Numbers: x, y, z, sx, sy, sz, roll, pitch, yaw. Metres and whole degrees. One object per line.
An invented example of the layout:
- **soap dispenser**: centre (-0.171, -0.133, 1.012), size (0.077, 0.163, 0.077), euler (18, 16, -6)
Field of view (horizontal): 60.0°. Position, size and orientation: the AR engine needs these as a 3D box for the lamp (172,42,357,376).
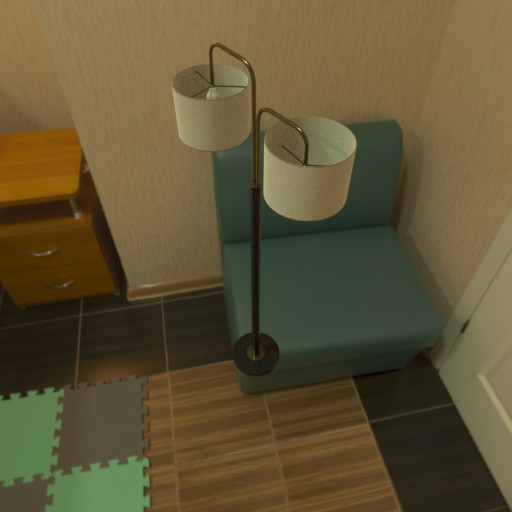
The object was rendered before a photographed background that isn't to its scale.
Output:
- **lamp**: centre (0.000, 0.000, 1.822), size (0.254, 1.587, 0.711), euler (-32, 55, -26)
